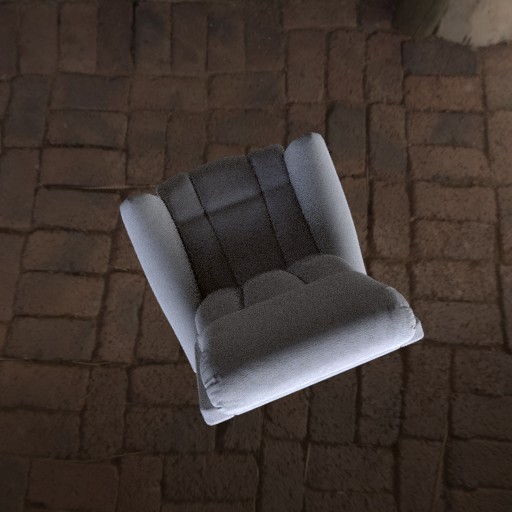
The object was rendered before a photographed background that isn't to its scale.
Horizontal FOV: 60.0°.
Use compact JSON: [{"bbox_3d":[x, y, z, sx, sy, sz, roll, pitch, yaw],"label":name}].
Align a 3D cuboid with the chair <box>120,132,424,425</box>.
[{"bbox_3d":[0.000,0.000,1.722,0.871,1.031,0.979,-21,77,-5],"label":"chair"}]
